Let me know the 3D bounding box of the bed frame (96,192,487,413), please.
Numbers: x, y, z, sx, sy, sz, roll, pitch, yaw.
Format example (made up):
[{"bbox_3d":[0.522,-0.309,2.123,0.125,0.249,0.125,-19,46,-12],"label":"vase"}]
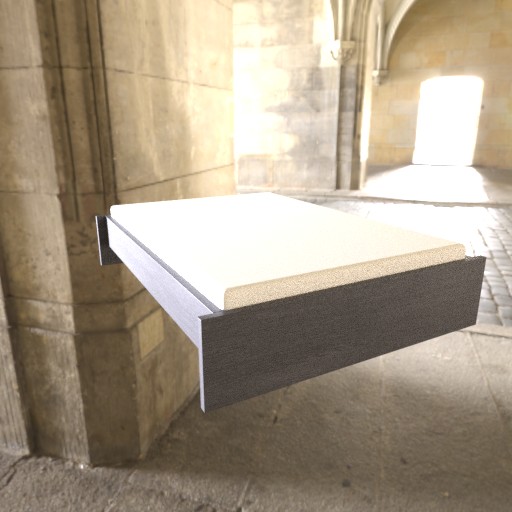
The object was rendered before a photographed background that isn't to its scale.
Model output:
[{"bbox_3d":[0.000,0.000,2.672,1.490,0.432,1.950,-9,19,-27],"label":"bed frame"}]
